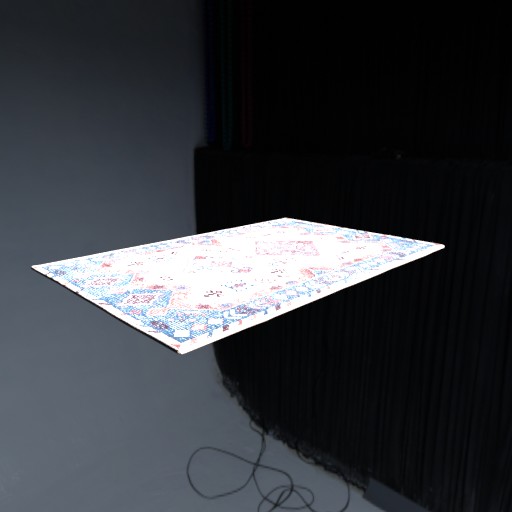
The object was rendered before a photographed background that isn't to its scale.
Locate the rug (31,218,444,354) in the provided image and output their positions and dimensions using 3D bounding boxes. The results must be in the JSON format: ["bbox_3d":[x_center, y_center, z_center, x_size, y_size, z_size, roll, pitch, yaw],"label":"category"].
[{"bbox_3d":[0.000,0.000,2.323,1.840,0.015,1.225,-15,21,-43],"label":"rug"}]
